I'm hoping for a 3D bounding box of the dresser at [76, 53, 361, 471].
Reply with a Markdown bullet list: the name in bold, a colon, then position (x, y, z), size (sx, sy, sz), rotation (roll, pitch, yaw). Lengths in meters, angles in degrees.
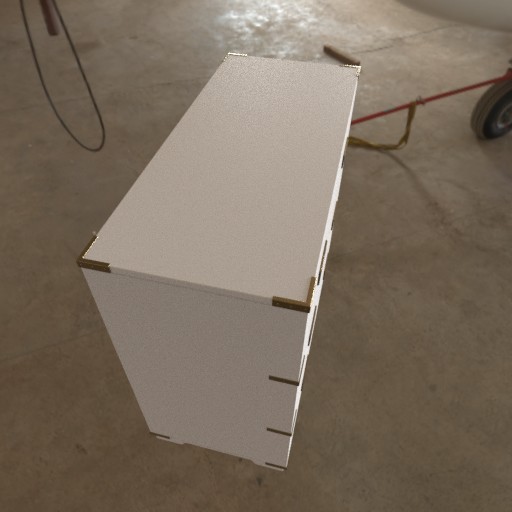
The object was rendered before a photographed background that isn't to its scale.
- **dresser**: position (0.000, 0.000, 1.481), size (0.460, 0.891, 1.022), rotation (10, 47, 10)
